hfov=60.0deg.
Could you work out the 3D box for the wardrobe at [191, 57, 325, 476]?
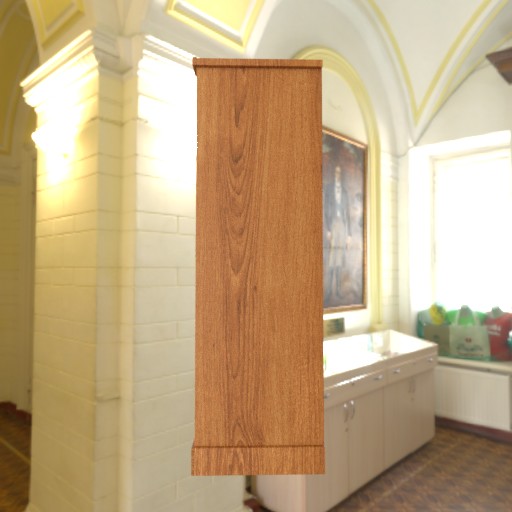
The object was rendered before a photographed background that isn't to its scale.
[{"bbox_3d":[0.000,0.000,2.198,0.570,1.870,0.590,0,-2,-2],"label":"wardrobe"}]
